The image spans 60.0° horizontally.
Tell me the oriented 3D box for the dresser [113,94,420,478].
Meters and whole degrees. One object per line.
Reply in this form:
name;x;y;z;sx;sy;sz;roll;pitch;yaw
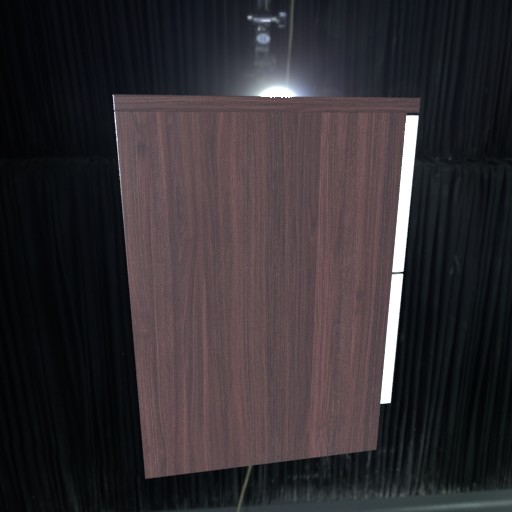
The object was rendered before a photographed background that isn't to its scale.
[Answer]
dresser;0.000;0.000;0.728;0.360;0.470;0.400;-3;16;-9
